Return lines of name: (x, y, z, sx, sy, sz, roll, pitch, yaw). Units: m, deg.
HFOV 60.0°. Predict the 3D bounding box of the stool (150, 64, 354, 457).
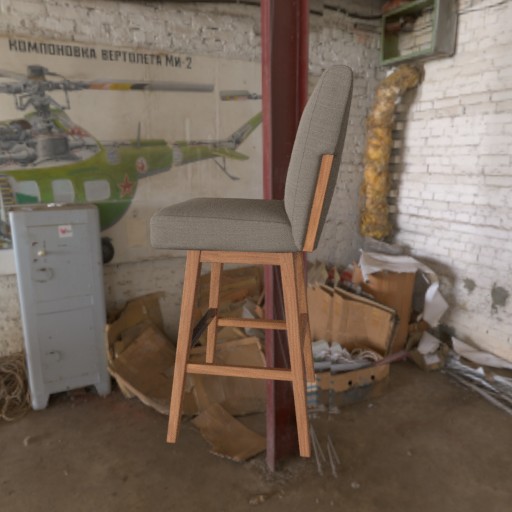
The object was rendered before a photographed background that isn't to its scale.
stool: (0.000, 0.000, 1.463, 0.570, 1.112, 0.483, 2, 13, 9)
